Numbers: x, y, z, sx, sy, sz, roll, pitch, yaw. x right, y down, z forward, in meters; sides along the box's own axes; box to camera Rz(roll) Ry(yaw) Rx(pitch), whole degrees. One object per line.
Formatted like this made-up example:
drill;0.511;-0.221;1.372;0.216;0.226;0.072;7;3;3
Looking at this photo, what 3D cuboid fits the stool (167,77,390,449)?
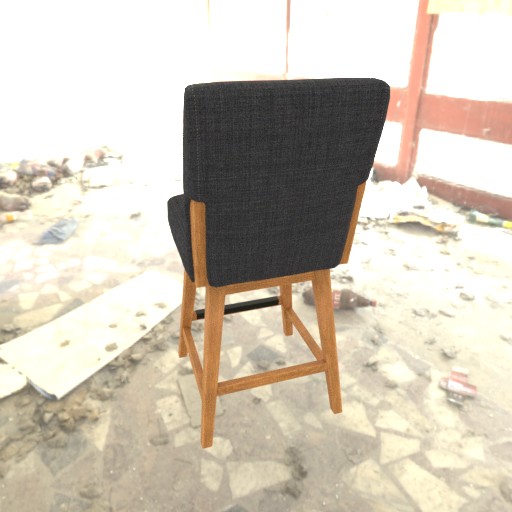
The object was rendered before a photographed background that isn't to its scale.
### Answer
stool;0.000;0.000;1.301;0.459;1.010;0.526;-8;28;-16
